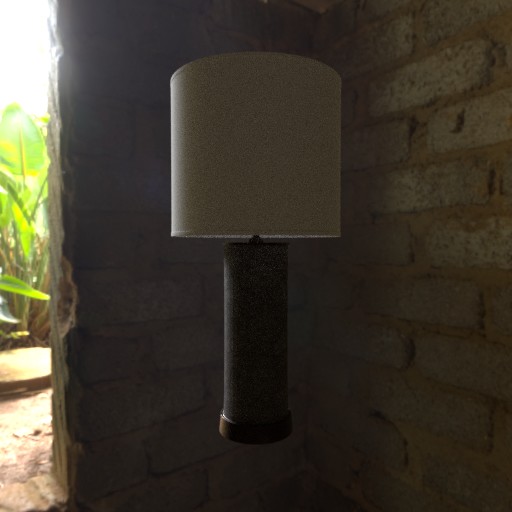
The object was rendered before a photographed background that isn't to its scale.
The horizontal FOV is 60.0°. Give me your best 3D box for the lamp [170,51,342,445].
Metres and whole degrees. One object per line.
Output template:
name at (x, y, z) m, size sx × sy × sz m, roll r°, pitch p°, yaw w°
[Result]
lamp at (0.000, 0.000, 0.802) m, size 0.301 × 0.630 × 0.301 m, roll 0°, pitch 2°, yaw 17°
